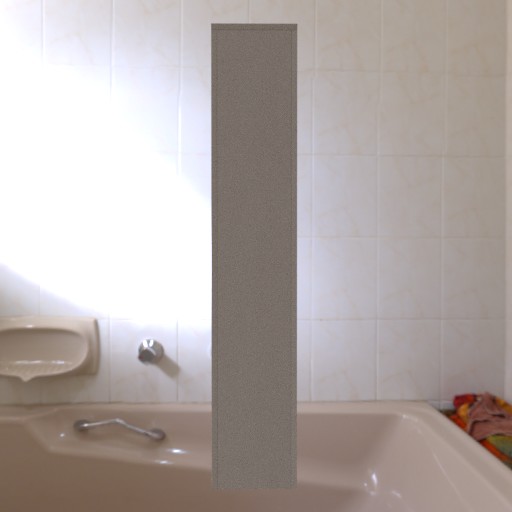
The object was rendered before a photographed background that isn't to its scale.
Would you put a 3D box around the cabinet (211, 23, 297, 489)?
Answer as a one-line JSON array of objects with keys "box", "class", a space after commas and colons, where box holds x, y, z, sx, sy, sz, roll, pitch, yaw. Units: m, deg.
[{"box": [0.000, 0.000, 1.593, 0.250, 1.280, 0.750, 0, 1, 0], "class": "cabinet"}]
